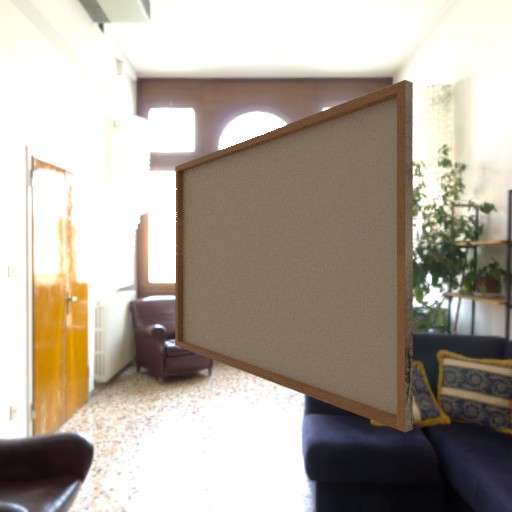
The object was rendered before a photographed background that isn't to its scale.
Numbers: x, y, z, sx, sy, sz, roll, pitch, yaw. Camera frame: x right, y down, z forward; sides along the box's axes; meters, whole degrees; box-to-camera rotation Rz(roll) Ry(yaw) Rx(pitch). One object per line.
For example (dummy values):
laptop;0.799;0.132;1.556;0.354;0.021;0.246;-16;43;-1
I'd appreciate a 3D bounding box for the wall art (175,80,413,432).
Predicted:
wall art;0.000;0.000;1.140;0.023;0.607;0.914;0;0;-36
